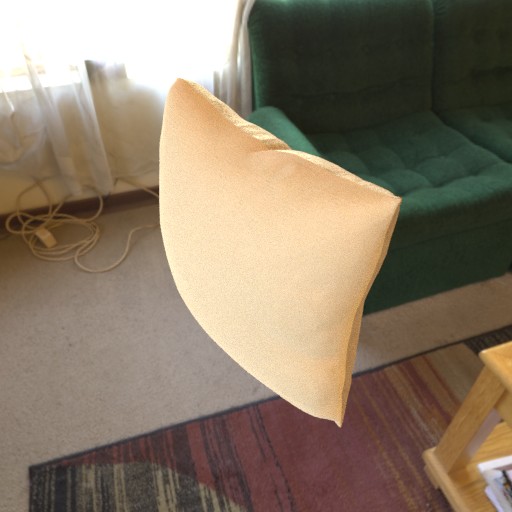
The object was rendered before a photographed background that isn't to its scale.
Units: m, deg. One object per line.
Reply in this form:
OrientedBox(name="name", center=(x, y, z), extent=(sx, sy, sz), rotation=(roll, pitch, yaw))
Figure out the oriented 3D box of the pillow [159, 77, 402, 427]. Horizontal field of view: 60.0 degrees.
OrientedBox(name="pillow", center=(0.000, 0.000, 0.718), extent=(0.245, 0.448, 0.450), rotation=(-26, 47, -26))
